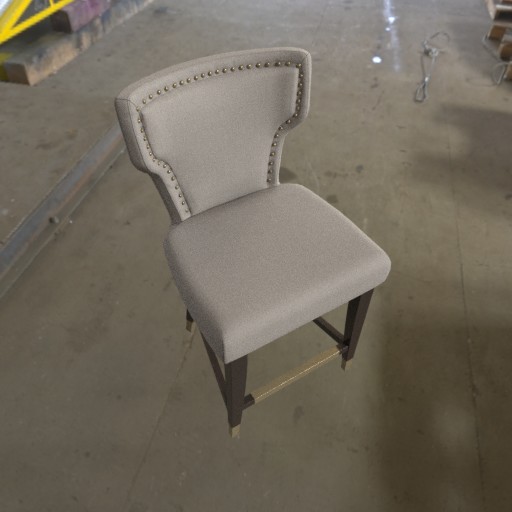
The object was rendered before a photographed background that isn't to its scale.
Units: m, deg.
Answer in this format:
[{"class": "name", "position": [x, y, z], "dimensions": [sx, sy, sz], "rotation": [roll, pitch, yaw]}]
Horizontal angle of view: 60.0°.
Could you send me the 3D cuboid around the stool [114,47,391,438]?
[{"class": "stool", "position": [0.000, 0.000, 1.304], "dimensions": [0.527, 0.982, 0.563], "rotation": [-24, 51, -21]}]
